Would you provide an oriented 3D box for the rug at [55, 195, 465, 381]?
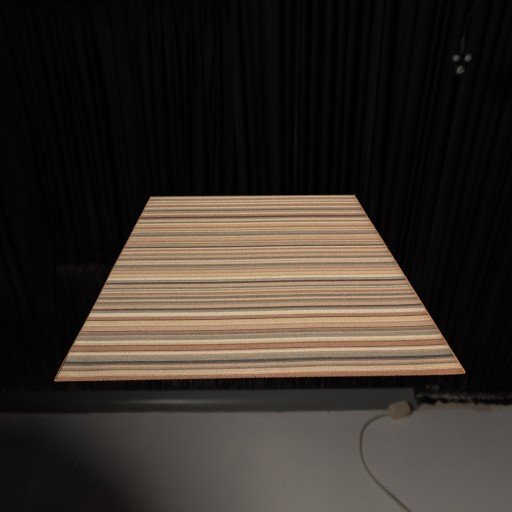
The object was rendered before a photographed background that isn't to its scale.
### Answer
[{"bbox_3d":[0.000,0.000,3.952,2.436,0.011,3.045,-1,28,-1],"label":"rug"}]
